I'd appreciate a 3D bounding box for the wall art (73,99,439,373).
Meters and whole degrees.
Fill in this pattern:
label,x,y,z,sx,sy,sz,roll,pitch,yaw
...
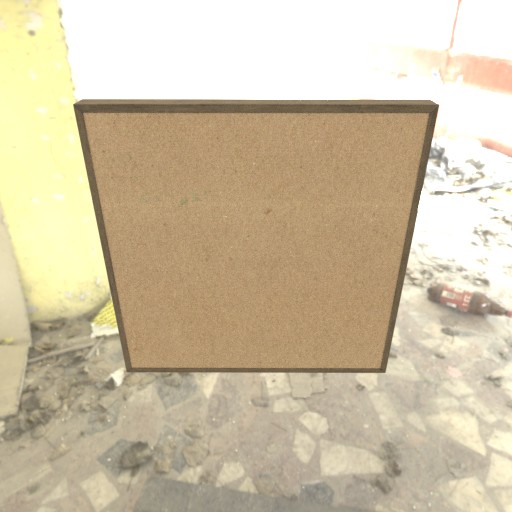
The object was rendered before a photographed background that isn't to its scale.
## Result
label,x,y,z,sx,sy,sz,roll,pitch,yaw
wall art,0.000,0.000,0.759,0.508,0.508,0.038,0,30,0
